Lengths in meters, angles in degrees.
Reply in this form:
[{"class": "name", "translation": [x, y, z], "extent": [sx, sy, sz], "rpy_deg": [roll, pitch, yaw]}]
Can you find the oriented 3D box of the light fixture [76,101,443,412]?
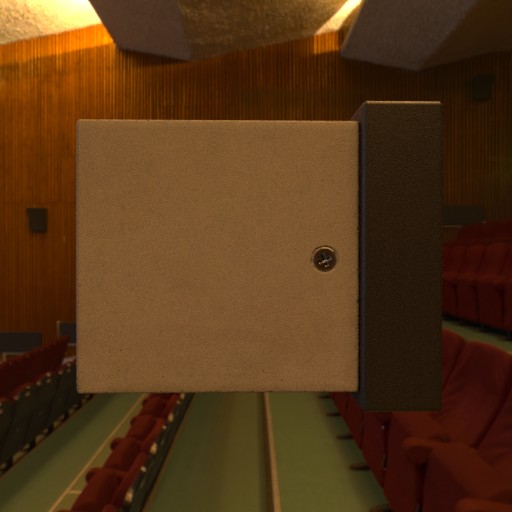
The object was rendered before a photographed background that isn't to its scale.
[{"class": "light fixture", "translation": [0.000, 0.000, 0.230], "extent": [0.143, 0.121, 0.121], "rpy_deg": [0, 0, -1]}]
